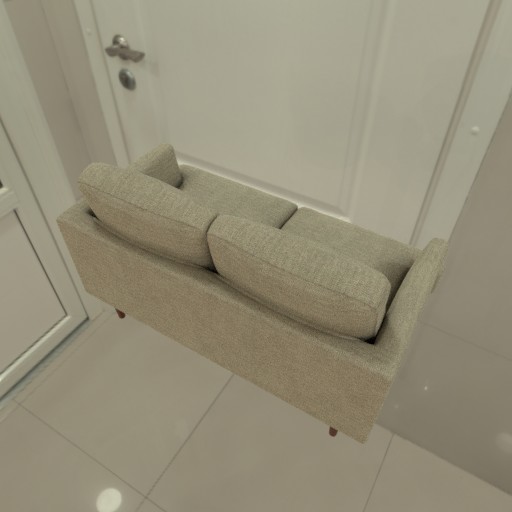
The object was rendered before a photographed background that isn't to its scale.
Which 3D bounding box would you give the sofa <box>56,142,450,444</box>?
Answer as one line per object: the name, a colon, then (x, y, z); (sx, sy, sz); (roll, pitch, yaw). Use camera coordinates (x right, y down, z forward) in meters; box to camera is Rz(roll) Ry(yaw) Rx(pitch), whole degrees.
sofa: (0.000, 0.000, 2.105); (1.582, 0.944, 0.903); (23, 50, 21)
